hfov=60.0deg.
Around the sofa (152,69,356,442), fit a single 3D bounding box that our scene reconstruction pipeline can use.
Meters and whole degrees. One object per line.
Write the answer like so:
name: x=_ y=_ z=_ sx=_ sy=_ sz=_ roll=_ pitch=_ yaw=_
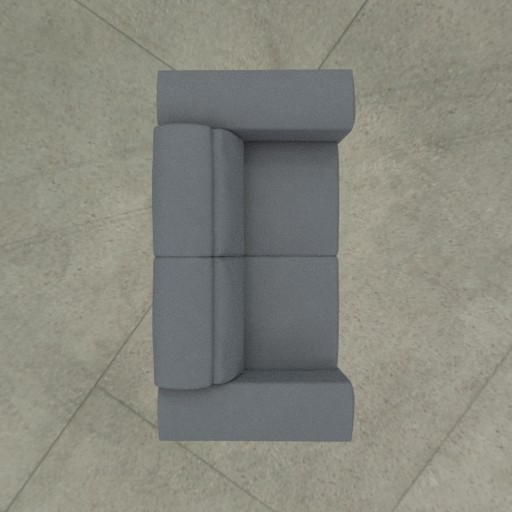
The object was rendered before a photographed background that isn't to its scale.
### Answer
sofa: x=0.000 y=0.000 z=2.455 sx=1.003 sy=0.779 sz=1.895 roll=0 pitch=91 yaw=1
